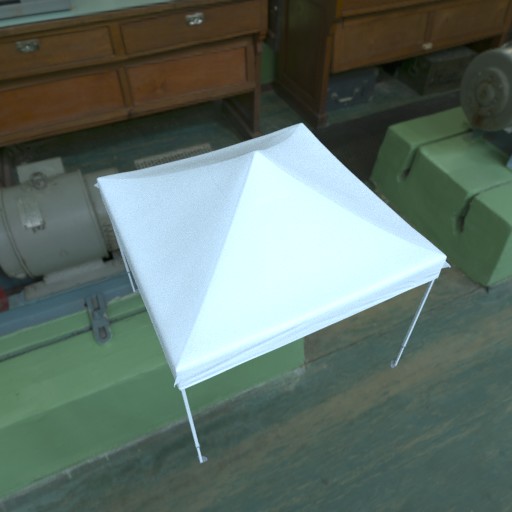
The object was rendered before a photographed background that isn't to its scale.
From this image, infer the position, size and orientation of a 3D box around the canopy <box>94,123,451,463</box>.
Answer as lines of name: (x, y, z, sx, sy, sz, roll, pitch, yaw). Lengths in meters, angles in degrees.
canopy: (0.000, 0.000, 5.435, 2.994, 2.998, 2.996, -20, 50, -18)
